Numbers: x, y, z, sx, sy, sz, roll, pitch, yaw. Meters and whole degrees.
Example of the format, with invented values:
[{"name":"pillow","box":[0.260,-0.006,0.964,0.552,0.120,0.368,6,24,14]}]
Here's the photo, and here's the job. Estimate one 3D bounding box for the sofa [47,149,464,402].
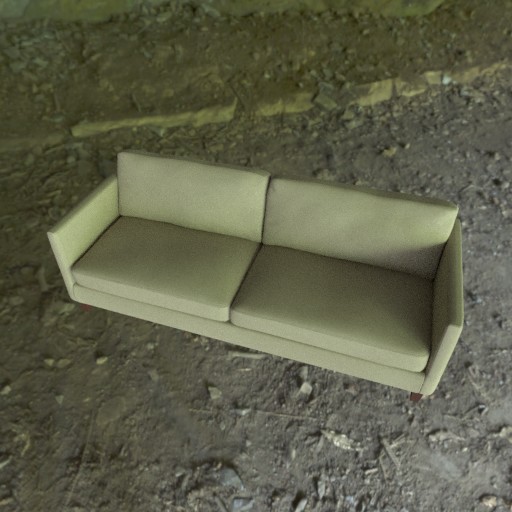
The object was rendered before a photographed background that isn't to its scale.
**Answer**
[{"name":"sofa","box":[0.000,0.000,2.876,2.404,0.912,0.988,12,42,14]}]
